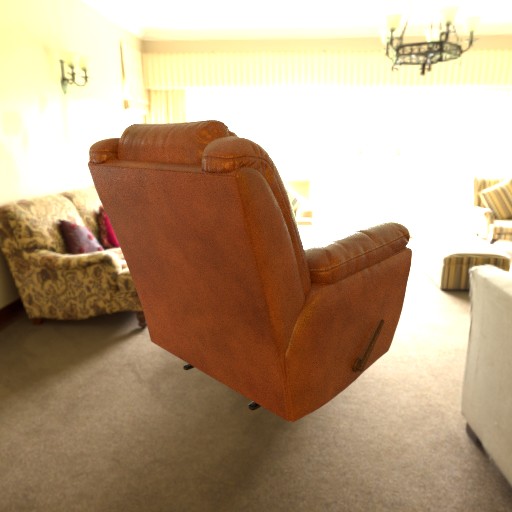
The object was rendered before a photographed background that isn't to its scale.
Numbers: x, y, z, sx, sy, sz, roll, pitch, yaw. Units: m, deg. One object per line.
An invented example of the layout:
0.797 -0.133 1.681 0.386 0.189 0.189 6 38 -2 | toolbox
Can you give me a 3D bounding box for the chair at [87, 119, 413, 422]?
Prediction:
0.000 0.000 1.917 1.041 1.093 0.990 -14 20 -43 | chair
